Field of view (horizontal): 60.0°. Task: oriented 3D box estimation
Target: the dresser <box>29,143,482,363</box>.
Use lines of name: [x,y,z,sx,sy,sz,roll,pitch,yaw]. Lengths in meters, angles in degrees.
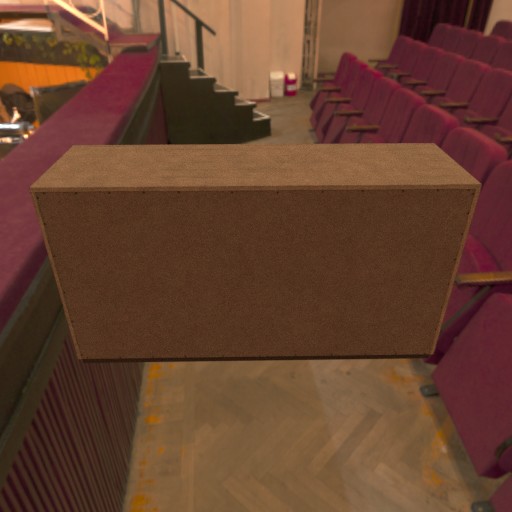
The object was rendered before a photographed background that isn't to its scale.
dresser: [0.000,0.000,2.029,1.628,0.889,0.483,-1,32,-1]
